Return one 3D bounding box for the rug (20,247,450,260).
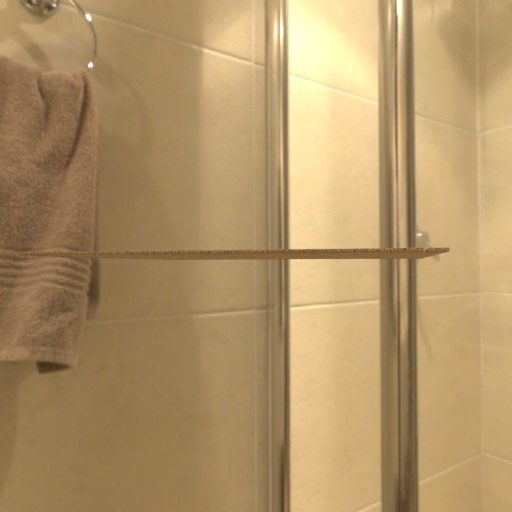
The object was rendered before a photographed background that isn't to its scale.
[{"bbox_3d":[0.000,0.000,4.053,3.000,0.026,2.400,0,-1,17],"label":"rug"}]
